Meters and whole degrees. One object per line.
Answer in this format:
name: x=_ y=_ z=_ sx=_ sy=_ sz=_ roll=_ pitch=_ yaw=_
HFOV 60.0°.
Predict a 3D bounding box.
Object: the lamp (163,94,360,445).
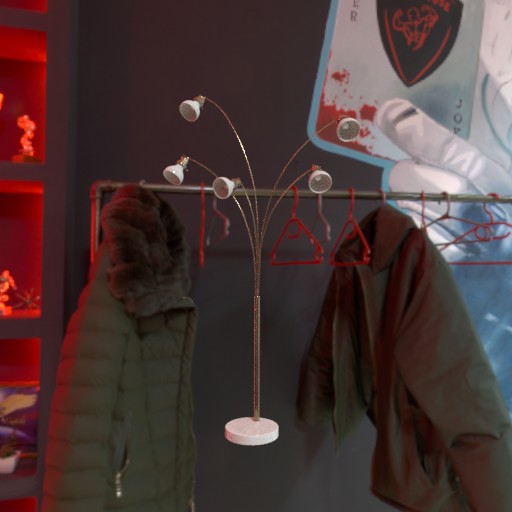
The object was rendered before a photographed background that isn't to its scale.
lamp: x=0.000 y=0.000 z=3.028 sx=1.405 sy=2.423 sz=0.361 roll=-1 pitch=-2 yaw=19
